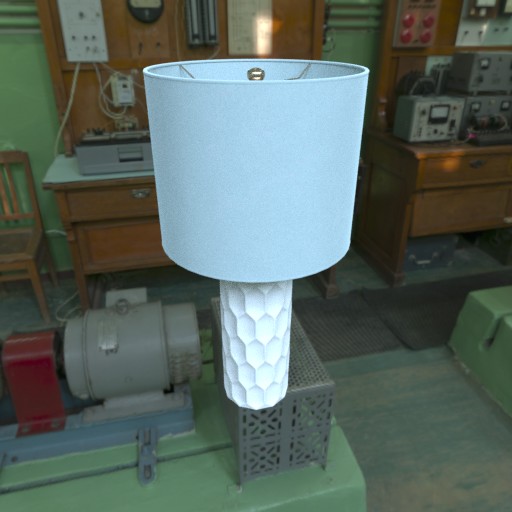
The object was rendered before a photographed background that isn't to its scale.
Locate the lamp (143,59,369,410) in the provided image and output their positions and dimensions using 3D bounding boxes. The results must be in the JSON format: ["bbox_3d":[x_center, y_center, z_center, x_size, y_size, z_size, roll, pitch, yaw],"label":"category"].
[{"bbox_3d":[0.000,0.000,0.680,0.277,0.534,0.277,-7,29,-13],"label":"lamp"}]
